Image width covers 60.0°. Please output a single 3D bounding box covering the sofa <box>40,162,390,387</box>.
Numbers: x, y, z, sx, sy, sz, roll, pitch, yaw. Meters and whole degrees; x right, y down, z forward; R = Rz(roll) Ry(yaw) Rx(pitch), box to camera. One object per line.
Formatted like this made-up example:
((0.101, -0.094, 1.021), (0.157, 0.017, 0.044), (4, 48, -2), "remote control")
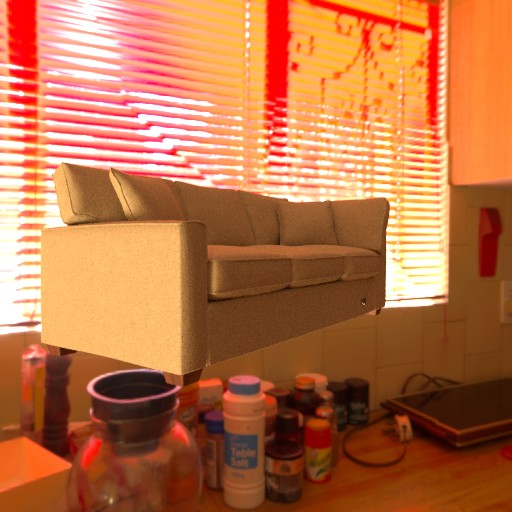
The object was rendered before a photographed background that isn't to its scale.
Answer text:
((0.000, 0.000, 2.865), (1.061, 0.962, 2.317), (1, 2, 35), "sofa")
